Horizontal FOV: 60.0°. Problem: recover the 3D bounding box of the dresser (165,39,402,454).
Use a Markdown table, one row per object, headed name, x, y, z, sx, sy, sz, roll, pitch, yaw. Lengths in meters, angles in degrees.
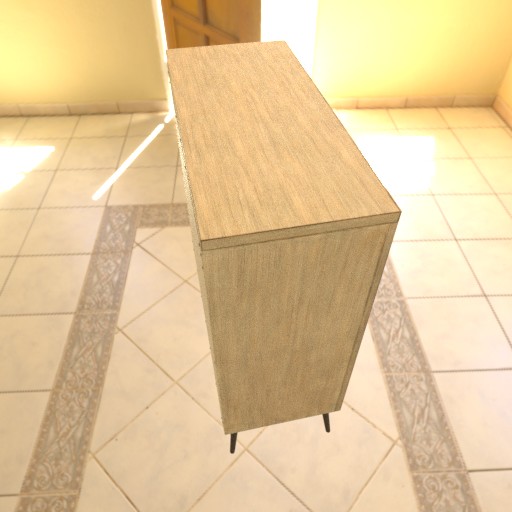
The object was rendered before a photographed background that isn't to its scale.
| name | x | y | z | sx | sy | sz | roll | pitch | yaw |
| --- | --- | --- | --- | --- | --- | --- | --- | --- | --- |
| dresser | 0.000 | 0.000 | 1.727 | 0.457 | 1.219 | 1.016 | -9 | 47 | -8 |
